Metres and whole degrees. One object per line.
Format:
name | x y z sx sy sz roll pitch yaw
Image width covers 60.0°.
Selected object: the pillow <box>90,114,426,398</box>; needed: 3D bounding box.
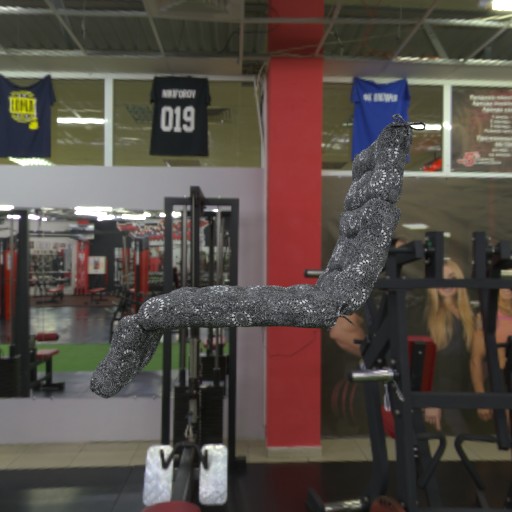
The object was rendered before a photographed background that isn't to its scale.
pillow | 0.000 0.000 1.564 1.016 0.863 0.526 0 0 0
